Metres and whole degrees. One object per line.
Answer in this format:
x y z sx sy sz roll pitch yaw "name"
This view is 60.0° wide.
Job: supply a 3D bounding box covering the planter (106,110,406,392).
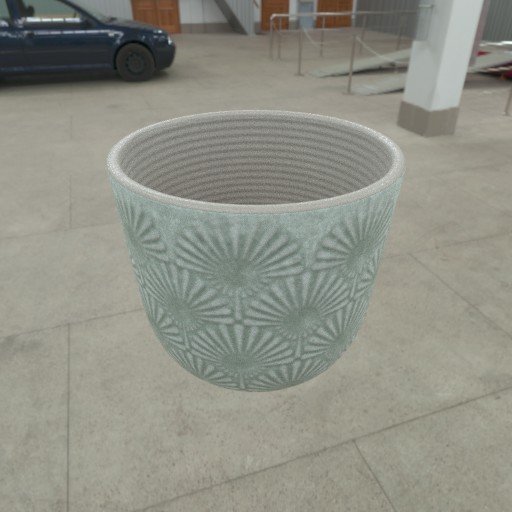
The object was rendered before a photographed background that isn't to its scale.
0.000 0.000 0.299 0.170 0.152 0.170 0 32 0 "planter"
